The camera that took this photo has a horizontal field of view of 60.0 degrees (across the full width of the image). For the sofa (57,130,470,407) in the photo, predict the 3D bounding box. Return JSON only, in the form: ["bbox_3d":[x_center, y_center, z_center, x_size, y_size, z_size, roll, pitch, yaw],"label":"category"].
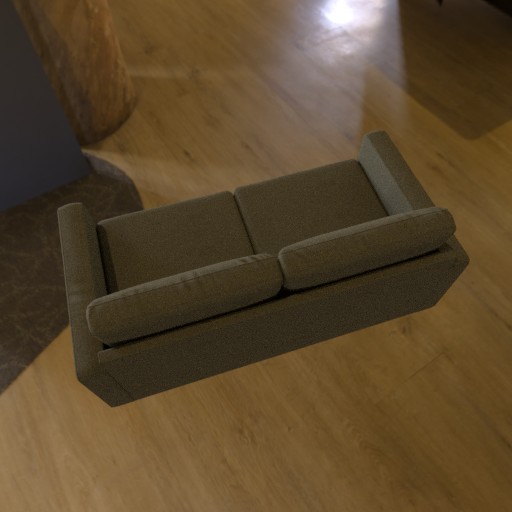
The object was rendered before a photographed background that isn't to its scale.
[{"bbox_3d":[0.000,0.000,2.220,1.730,0.897,0.889,-15,60,-9],"label":"sofa"}]
